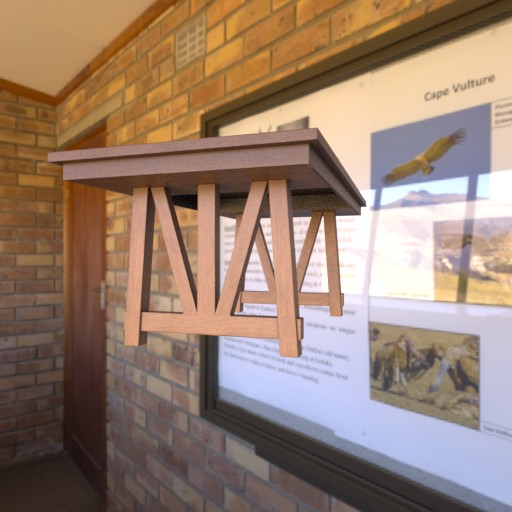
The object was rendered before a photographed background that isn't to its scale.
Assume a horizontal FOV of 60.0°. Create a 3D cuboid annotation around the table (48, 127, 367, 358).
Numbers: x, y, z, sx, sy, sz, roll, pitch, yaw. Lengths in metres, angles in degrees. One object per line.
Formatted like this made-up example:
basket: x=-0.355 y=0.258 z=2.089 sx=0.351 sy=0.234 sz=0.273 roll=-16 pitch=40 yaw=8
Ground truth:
table: x=0.000 y=0.000 z=2.388 sx=1.016 sy=0.768 sz=1.881 roll=0 pitch=0 yaw=18
